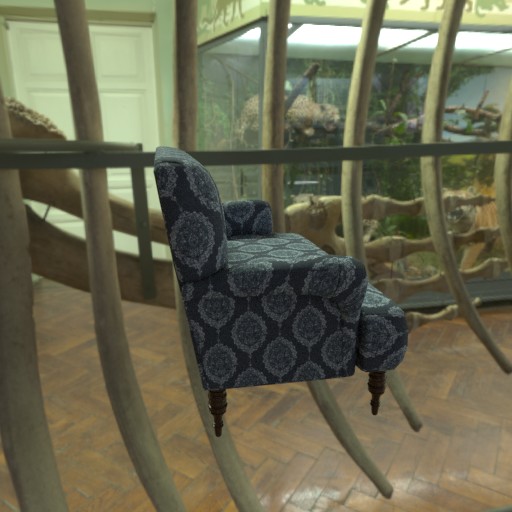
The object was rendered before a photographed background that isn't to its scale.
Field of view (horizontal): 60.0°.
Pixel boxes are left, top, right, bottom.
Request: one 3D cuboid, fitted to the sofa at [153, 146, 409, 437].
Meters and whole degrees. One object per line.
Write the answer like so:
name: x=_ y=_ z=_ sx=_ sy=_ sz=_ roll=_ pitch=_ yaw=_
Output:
sofa: x=0.000 y=0.000 z=1.853 sx=0.779 sy=0.867 sz=1.297 roll=-3 pitch=16 yaw=-12
